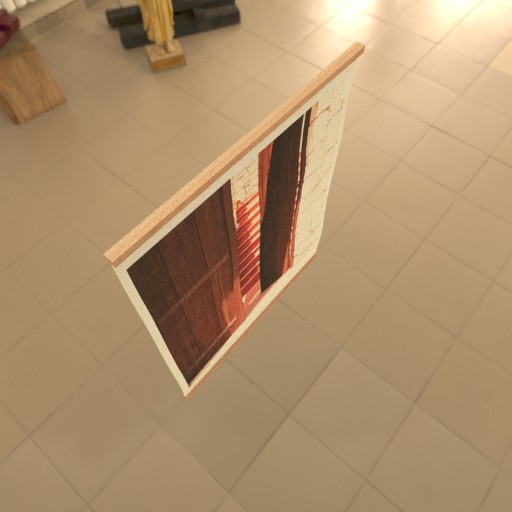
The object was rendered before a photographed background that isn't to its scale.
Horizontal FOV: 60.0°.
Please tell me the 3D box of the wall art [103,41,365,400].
[{"bbox_3d":[0.000,0.000,0.688,0.013,0.508,0.406,36,65,19],"label":"wall art"}]
